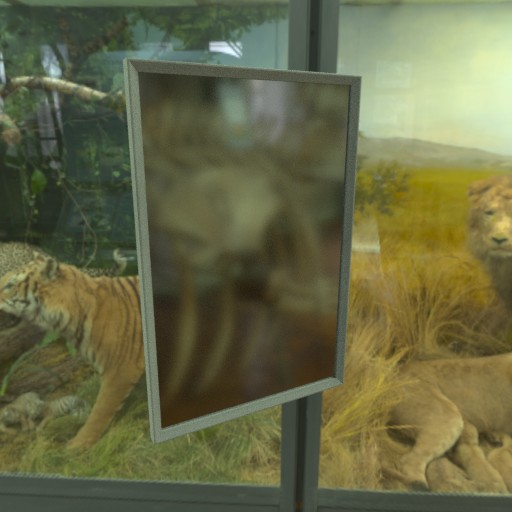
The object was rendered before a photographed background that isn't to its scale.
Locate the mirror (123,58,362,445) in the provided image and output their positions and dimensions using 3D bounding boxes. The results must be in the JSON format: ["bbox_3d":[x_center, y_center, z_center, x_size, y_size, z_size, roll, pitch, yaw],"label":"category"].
[{"bbox_3d":[0.000,0.000,1.166,0.609,0.915,0.041,-8,17,-27],"label":"mirror"}]
